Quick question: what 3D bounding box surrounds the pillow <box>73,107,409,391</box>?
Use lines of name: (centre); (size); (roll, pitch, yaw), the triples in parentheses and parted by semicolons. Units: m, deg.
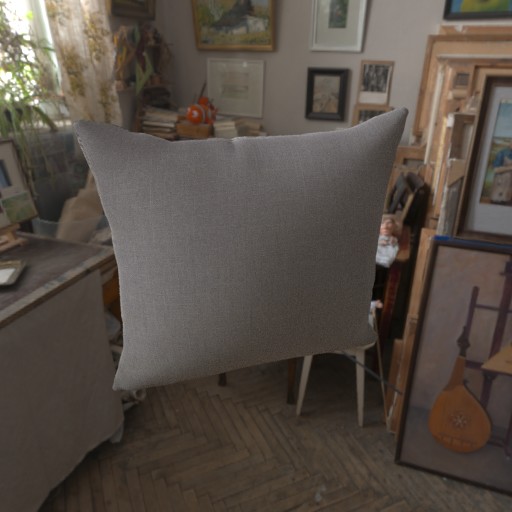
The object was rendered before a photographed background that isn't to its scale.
pillow: (0.000, 0.000, 0.782); (0.546, 0.487, 0.180); (-8, 26, -16)
